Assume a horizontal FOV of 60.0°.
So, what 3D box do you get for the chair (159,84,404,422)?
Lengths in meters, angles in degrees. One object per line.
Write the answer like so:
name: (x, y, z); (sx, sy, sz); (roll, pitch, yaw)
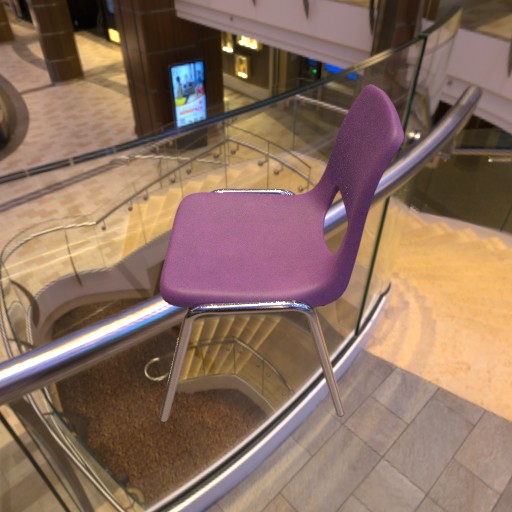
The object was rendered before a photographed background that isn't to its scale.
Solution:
chair: (0.000, 0.000, 0.916); (0.432, 0.654, 0.381); (0, 41, 0)
